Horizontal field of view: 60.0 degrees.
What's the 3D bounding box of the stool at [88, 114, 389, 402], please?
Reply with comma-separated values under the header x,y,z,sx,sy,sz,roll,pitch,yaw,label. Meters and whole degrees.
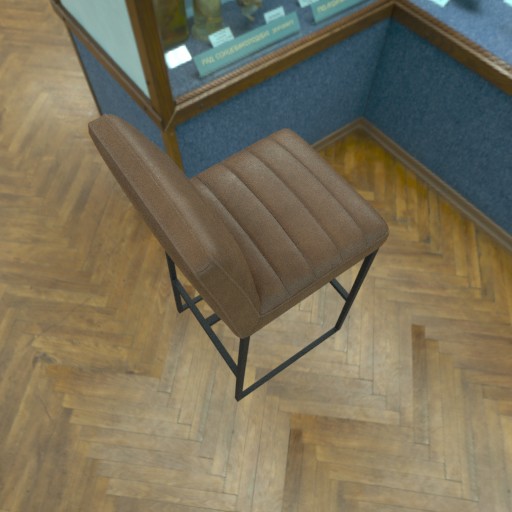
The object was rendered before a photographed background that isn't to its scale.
x,y,z,sx,sy,sz,roll,pitch,yaw,label
0.000,0.000,1.312,0.556,1.040,0.458,-31,65,-17,stool
